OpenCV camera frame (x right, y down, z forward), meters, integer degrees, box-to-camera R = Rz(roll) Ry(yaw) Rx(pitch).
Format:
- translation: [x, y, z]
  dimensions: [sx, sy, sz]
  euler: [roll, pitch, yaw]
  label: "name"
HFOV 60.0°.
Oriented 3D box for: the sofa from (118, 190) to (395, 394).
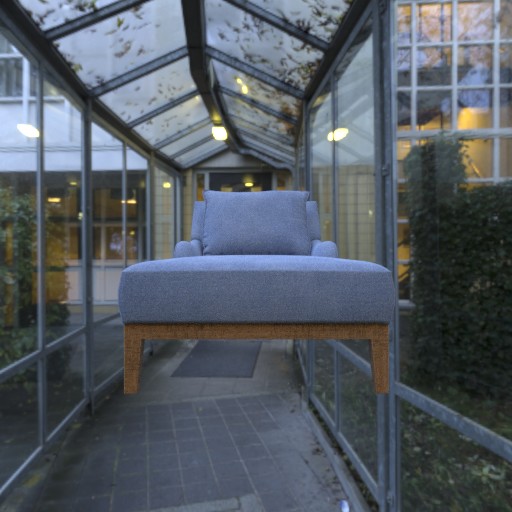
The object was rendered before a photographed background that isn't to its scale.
- translation: [0.000, 0.000, 2.291]
  dimensions: [0.904, 0.883, 1.779]
  euler: [0, 0, 0]
  label: "sofa"
